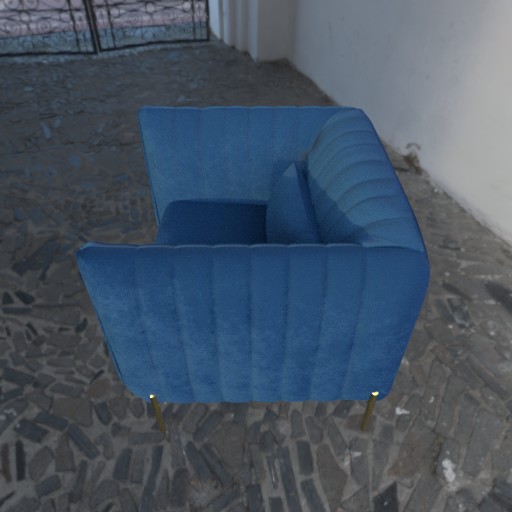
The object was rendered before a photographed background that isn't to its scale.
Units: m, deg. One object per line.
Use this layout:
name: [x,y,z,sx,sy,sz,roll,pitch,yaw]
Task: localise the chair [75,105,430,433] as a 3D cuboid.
chair: [0.000,0.000,1.593,0.877,0.793,0.947,0,42,0]
